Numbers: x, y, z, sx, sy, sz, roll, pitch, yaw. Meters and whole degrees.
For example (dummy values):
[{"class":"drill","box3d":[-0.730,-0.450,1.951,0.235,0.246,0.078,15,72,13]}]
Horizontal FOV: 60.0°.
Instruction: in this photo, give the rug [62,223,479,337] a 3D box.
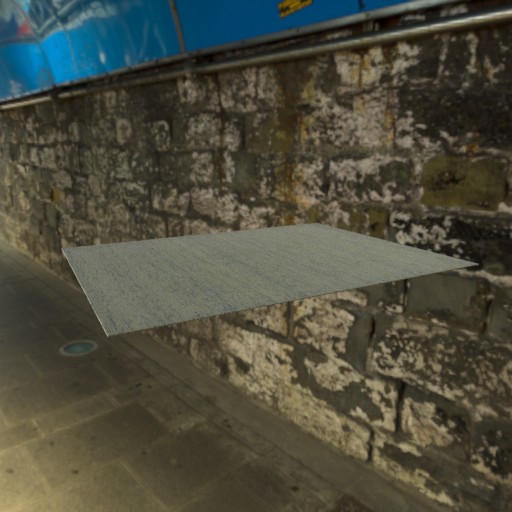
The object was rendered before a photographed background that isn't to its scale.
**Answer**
[{"class":"rug","box3d":[0.000,0.000,4.238,3.197,0.006,2.438,-8,16,-28]}]
